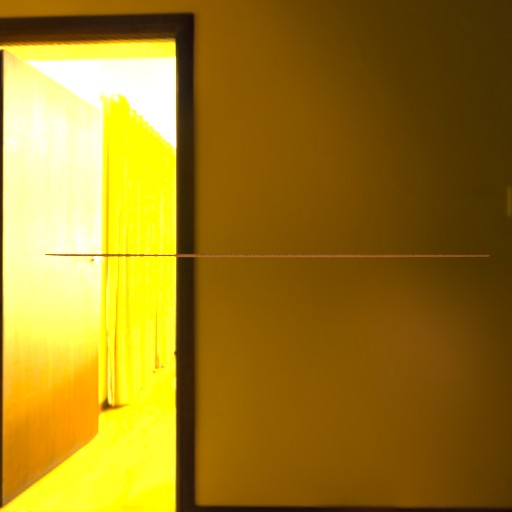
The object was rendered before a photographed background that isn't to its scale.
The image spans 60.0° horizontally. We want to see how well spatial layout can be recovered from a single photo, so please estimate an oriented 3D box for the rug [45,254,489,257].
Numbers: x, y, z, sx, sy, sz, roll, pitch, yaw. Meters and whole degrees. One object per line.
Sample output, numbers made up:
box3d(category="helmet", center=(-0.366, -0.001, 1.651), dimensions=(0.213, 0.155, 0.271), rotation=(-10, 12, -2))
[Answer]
box3d(category="rug", center=(0.000, 0.000, 2.191), dimensions=(1.752, 0.006, 1.142), rotation=(0, 0, -18))
